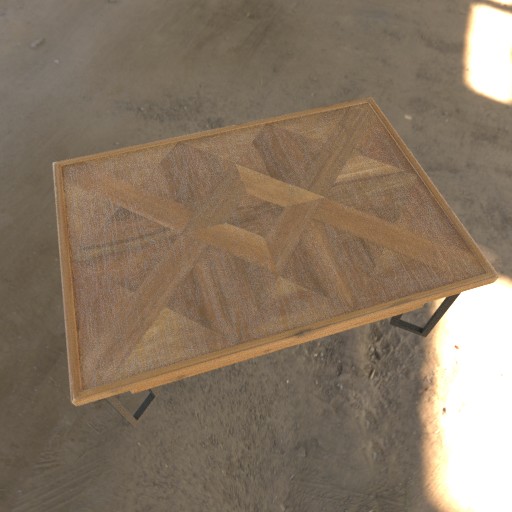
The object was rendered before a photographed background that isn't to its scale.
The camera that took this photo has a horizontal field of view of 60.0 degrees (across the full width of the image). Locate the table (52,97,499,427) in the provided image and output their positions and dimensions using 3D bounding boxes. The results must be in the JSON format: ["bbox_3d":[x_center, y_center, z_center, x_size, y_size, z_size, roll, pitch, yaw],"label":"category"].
[{"bbox_3d":[0.000,0.000,1.641,1.238,0.492,0.877,-14,58,-9],"label":"table"}]
